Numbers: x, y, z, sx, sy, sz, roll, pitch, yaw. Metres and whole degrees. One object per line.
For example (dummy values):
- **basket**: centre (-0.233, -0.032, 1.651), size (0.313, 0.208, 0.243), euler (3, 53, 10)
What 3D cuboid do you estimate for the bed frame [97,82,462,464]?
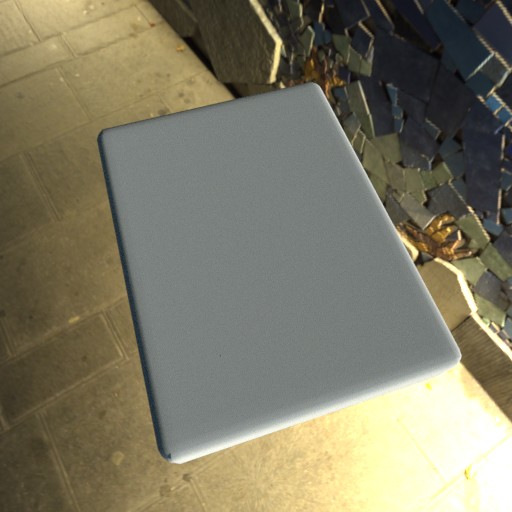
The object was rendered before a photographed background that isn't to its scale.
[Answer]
- **bed frame**: centre (0.000, 0.000, 2.783), size (1.528, 0.677, 2.037), euler (-16, 64, -8)
